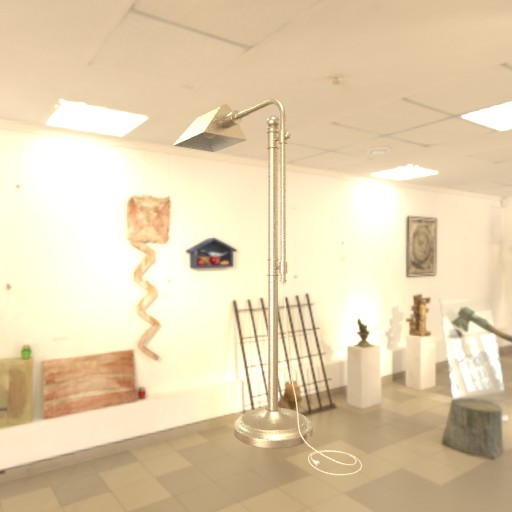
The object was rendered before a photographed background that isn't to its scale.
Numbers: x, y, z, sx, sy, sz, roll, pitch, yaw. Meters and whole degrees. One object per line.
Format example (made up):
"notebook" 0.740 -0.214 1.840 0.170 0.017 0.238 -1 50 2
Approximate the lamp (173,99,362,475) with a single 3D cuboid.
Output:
"lamp" 0.000 0.000 0.941 0.159 0.708 0.546 0 0 -36
